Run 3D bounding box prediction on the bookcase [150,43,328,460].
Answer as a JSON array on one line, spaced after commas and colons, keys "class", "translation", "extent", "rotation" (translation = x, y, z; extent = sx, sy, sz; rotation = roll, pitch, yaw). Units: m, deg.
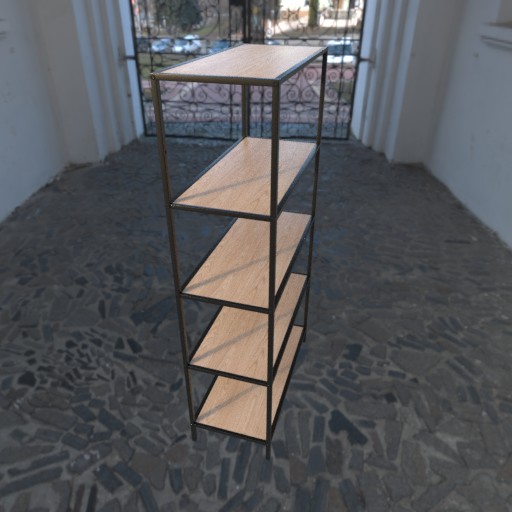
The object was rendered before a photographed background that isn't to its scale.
[{"class": "bookcase", "translation": [0.000, 0.000, 1.819], "extent": [0.350, 1.500, 0.770], "rotation": [9, 32, 14]}]
